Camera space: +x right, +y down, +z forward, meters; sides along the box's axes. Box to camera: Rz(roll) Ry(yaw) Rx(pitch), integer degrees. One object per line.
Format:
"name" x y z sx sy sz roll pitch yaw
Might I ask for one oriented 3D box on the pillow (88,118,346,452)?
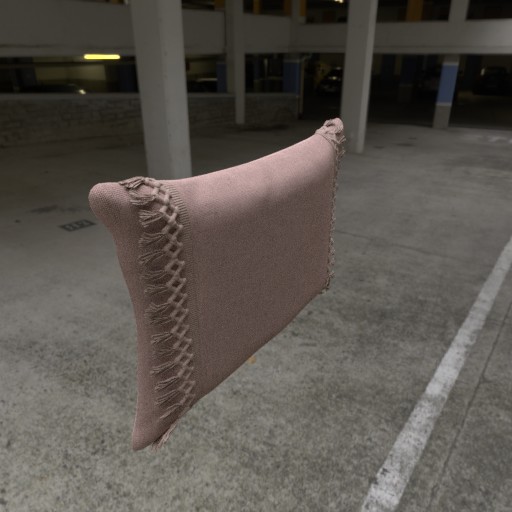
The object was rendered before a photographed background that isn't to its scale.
"pillow" 0.000 0.000 0.590 0.084 0.305 0.466 17 30 31
